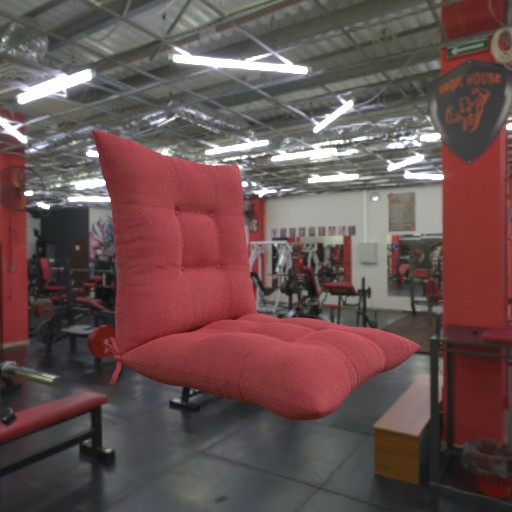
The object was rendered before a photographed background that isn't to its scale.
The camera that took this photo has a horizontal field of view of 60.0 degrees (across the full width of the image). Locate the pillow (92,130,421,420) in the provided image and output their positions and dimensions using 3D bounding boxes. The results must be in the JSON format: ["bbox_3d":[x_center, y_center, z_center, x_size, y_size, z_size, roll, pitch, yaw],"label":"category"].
[{"bbox_3d":[0.000,0.000,0.992,0.585,0.536,0.541,1,1,35],"label":"pillow"}]
